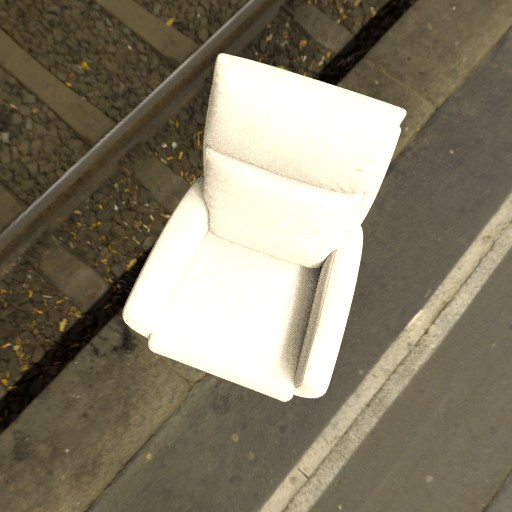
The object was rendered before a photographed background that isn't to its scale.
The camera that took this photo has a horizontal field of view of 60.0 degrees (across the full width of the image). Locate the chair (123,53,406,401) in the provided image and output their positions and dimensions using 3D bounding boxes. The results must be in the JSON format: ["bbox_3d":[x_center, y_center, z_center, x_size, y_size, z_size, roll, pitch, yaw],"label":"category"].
[{"bbox_3d":[0.000,0.000,1.675,0.812,1.015,0.941,19,76,5],"label":"chair"}]
